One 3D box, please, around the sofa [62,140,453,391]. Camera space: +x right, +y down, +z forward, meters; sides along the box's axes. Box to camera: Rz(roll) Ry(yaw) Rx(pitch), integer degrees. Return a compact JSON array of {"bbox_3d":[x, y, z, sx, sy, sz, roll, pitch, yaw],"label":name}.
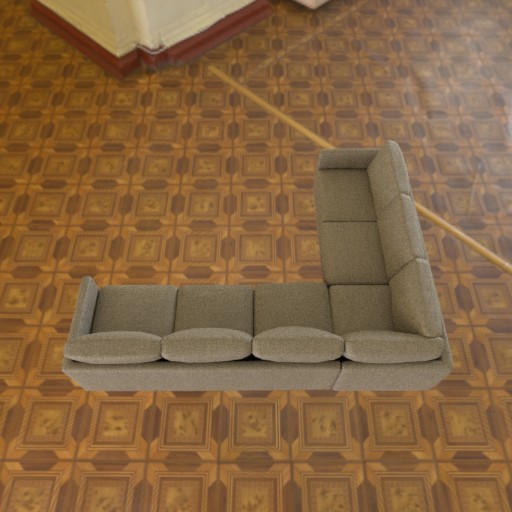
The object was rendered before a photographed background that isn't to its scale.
[{"bbox_3d":[0.000,0.000,4.531,3.302,0.947,2.593,0,58,0],"label":"sofa"}]
